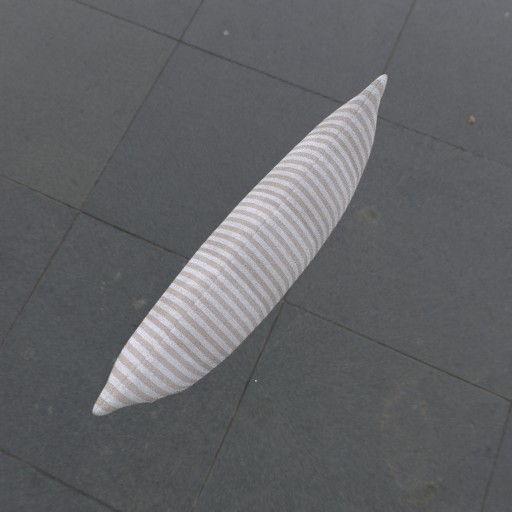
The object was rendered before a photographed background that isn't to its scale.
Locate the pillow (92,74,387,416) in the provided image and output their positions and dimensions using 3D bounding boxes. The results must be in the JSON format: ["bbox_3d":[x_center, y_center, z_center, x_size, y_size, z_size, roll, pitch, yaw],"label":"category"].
[{"bbox_3d":[0.000,0.000,0.733,0.151,0.295,0.617,38,78,10],"label":"pillow"}]
